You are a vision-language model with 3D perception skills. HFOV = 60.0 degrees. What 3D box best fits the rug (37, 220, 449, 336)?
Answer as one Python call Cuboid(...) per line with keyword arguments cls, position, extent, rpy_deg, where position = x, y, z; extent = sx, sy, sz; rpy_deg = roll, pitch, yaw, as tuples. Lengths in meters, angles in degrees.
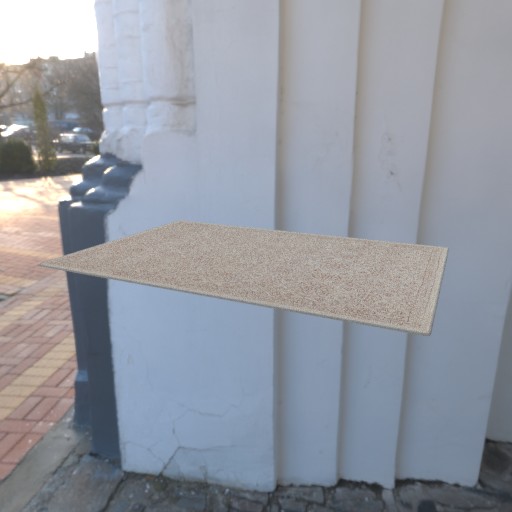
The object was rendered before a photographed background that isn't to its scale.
Cuboid(cls="rug", position=(0.000, 0.000, 2.342), extent=(1.829, 0.010, 1.219), rpy_deg=(7, 18, 24))
